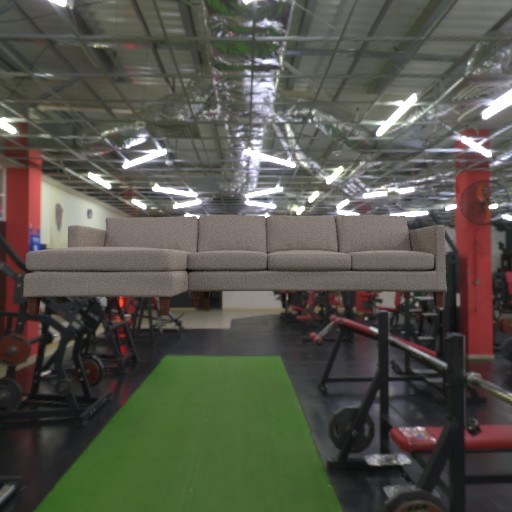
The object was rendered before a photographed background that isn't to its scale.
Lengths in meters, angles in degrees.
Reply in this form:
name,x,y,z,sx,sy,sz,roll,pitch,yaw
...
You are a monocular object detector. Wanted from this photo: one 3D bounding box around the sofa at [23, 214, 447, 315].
name,x,y,z,sx,sy,sz,roll,pitch,yaw
sofa,0.000,0.000,3.821,3.186,0.846,1.625,0,-1,1
